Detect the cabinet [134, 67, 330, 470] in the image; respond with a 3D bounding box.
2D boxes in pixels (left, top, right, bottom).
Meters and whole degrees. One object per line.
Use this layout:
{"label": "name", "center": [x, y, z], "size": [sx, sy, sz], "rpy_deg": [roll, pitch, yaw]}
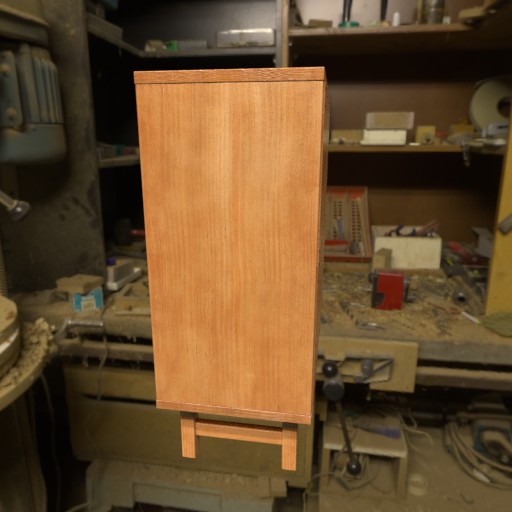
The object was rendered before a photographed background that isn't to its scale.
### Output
{"label": "cabinet", "center": [0.000, 0.000, 1.411], "size": [0.419, 1.001, 0.800], "rpy_deg": [3, 16, 9]}
